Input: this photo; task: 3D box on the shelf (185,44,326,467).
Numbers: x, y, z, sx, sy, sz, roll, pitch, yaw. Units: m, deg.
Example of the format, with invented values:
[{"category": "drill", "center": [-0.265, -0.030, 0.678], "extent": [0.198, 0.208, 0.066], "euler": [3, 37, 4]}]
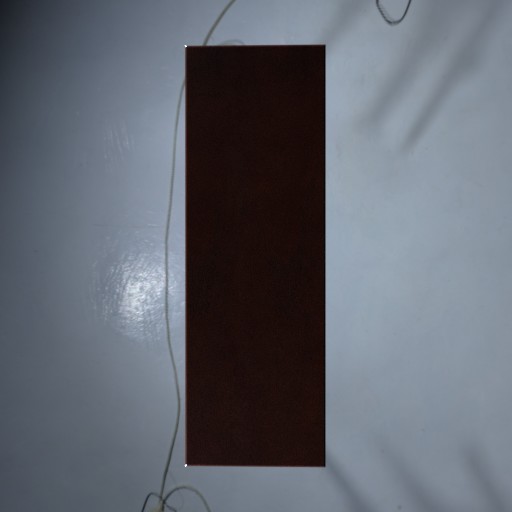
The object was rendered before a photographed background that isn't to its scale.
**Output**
[{"category": "shelf", "center": [0.000, 0.000, 0.525], "extent": [0.152, 0.088, 0.457], "euler": [0, 90, 1]}]
